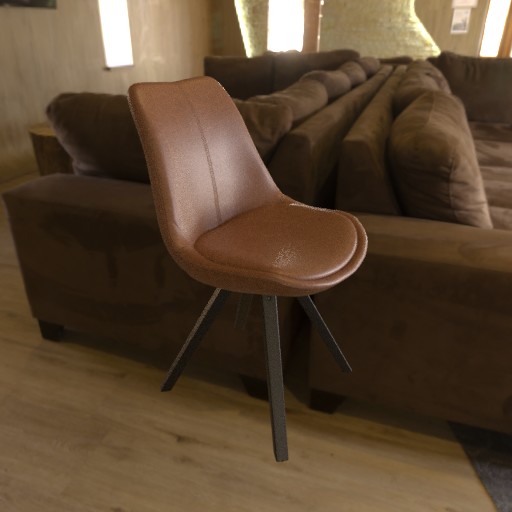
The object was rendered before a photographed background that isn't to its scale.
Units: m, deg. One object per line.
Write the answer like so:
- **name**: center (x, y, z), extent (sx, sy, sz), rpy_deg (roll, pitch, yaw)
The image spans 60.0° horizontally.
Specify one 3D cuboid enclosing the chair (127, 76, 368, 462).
- **chair**: center (0.000, 0.000, 1.174), extent (0.550, 0.850, 0.475), rpy_deg (17, 31, 30)
